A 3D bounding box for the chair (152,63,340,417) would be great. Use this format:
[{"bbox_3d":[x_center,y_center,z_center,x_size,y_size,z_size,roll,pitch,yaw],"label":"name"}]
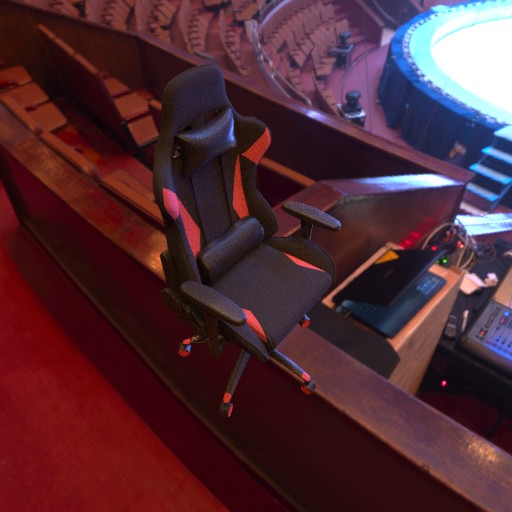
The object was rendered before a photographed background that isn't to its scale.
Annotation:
[{"bbox_3d":[0.000,0.000,1.735,0.658,1.326,0.695,27,48,27],"label":"chair"}]
